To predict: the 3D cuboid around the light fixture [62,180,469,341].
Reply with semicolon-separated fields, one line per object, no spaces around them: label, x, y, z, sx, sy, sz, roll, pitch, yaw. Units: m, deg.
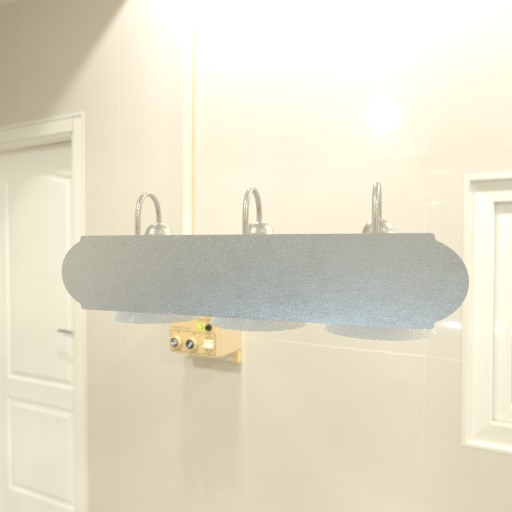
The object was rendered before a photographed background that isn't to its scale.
light fixture;0.000;0.000;0.724;0.610;0.222;0.199;1;2;19
